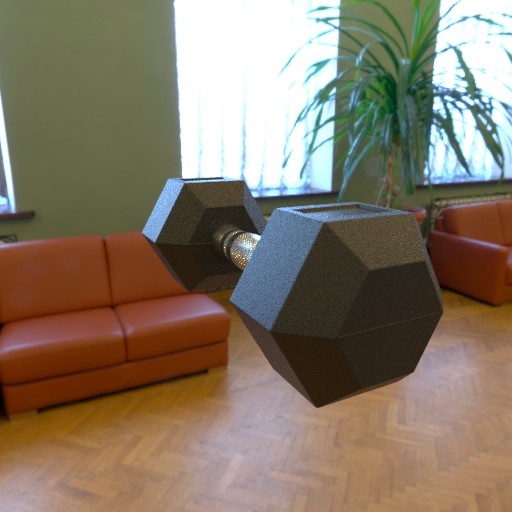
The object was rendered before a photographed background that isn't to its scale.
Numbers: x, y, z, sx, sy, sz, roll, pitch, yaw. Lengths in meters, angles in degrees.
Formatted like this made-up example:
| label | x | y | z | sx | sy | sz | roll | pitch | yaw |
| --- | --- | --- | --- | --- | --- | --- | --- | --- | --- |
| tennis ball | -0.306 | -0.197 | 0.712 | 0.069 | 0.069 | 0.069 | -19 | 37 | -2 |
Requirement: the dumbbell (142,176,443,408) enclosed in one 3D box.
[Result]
| label | x | y | z | sx | sy | sz | roll | pitch | yaw |
| --- | --- | --- | --- | --- | --- | --- | --- | --- | --- |
| dumbbell | 0.000 | 0.000 | 0.418 | 0.141 | 0.123 | 0.356 | -8 | 17 | -26 |
